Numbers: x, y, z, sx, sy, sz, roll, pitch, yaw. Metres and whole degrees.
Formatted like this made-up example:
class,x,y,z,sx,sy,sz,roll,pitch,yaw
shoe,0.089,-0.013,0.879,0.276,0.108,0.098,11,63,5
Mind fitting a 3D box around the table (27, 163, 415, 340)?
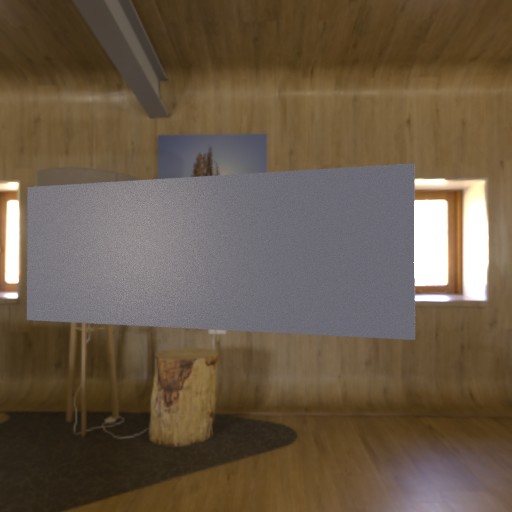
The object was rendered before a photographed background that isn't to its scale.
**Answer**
class,x,y,z,sx,sy,sz,roll,pitch,yaw
table,0.000,0.000,1.233,0.801,0.299,0.801,0,0,17
